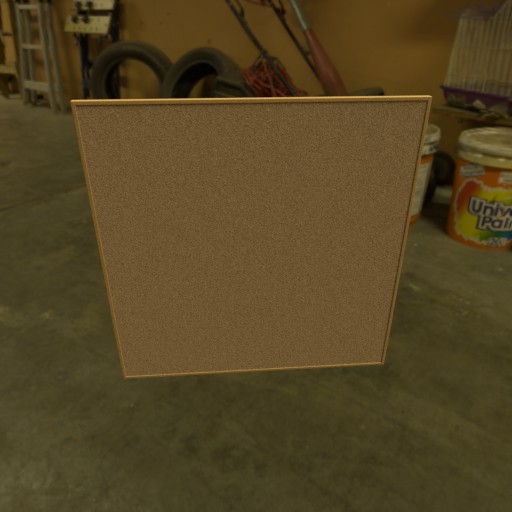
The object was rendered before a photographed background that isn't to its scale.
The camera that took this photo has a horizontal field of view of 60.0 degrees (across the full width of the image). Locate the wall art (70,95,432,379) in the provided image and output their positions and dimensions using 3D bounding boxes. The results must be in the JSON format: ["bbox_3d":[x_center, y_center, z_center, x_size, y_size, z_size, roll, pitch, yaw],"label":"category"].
[{"bbox_3d":[0.000,0.000,0.965,0.657,0.655,0.014,-2,29,-4],"label":"wall art"}]
